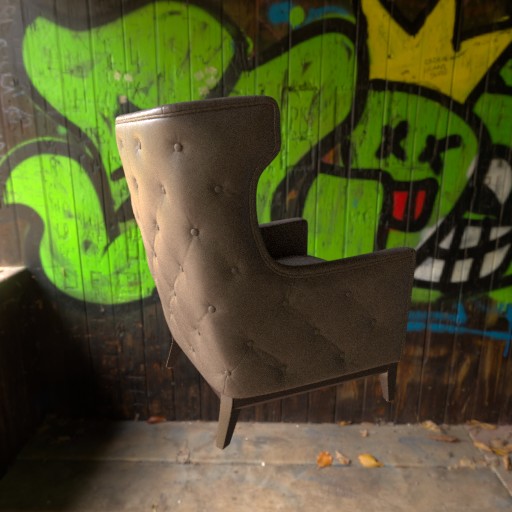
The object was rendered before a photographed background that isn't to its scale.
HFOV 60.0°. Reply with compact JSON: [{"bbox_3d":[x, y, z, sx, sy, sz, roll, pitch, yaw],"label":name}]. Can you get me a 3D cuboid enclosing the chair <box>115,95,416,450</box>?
[{"bbox_3d":[0.000,0.000,1.668,0.899,1.079,0.769,-7,17,-26],"label":"chair"}]
